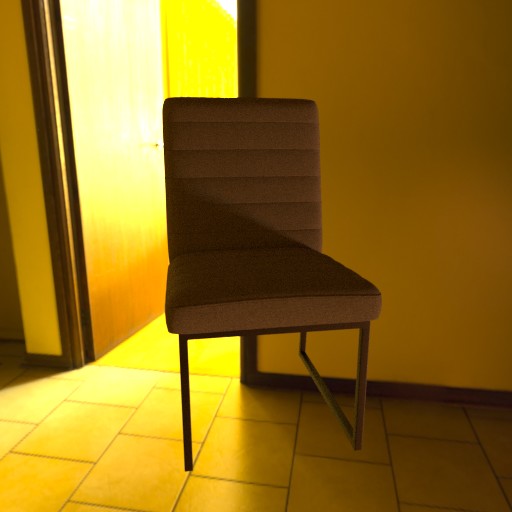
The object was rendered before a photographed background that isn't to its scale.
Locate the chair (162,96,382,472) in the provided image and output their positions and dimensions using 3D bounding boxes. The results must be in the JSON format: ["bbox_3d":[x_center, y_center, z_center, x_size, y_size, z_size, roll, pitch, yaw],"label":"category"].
[{"bbox_3d":[0.000,0.000,1.303,0.520,0.930,0.634,-3,14,-10],"label":"chair"}]
